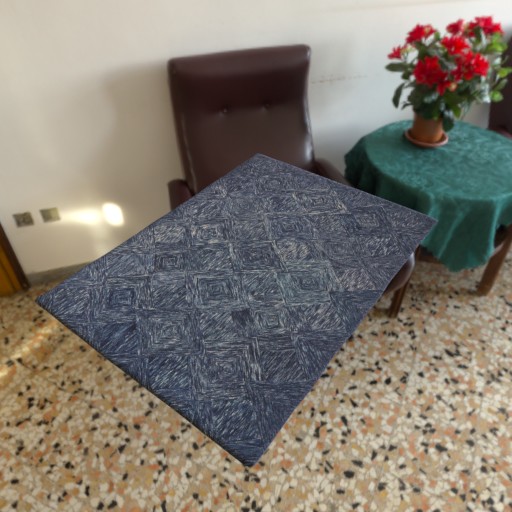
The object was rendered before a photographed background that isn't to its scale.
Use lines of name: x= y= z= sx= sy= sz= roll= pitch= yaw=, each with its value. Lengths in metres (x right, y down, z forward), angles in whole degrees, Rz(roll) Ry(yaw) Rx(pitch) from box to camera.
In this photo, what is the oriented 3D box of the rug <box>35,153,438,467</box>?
rug: x=0.000 y=0.000 z=4.243 sx=2.385 sy=0.024 sz=3.245 roll=27 pitch=48 yaw=27
